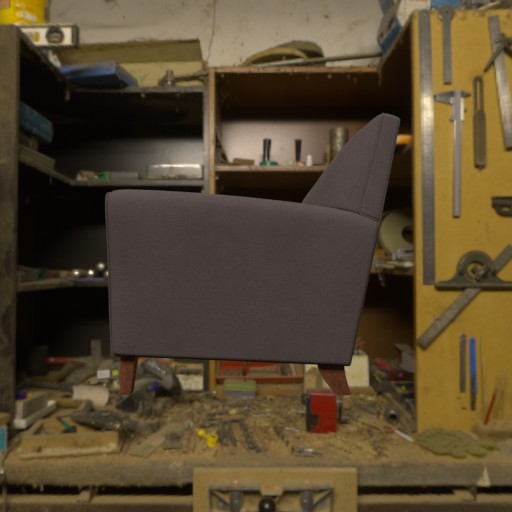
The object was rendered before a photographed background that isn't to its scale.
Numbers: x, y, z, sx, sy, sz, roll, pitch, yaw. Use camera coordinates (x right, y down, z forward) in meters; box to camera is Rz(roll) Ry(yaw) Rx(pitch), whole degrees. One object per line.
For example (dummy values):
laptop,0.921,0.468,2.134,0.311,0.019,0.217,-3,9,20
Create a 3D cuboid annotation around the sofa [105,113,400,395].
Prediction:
sofa,0.000,0.000,1.981,0.871,0.846,1.420,0,0,1
